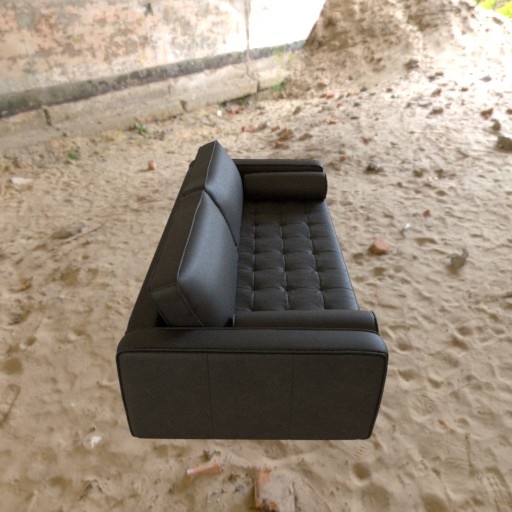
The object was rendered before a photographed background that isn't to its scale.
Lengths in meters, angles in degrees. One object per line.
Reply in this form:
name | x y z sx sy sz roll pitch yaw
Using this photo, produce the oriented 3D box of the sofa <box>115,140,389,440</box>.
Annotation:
sofa | 0.000 0.000 2.304 0.921 0.770 1.879 0 31 0
